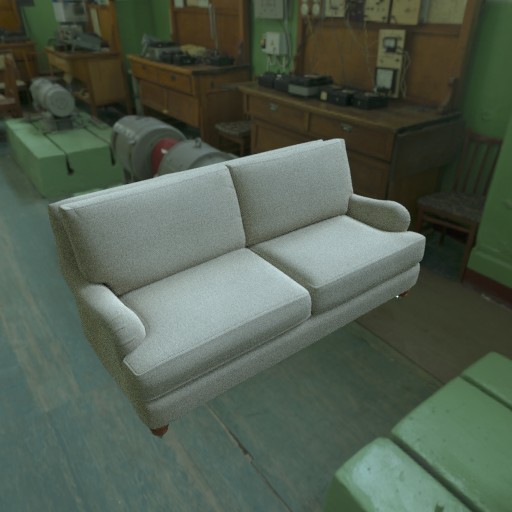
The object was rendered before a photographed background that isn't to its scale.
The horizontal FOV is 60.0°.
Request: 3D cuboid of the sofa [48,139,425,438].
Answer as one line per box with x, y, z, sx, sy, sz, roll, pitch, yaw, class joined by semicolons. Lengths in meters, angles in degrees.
0.000;0.000;2.694;2.070;0.997;1.091;-21;36;-31;sofa
